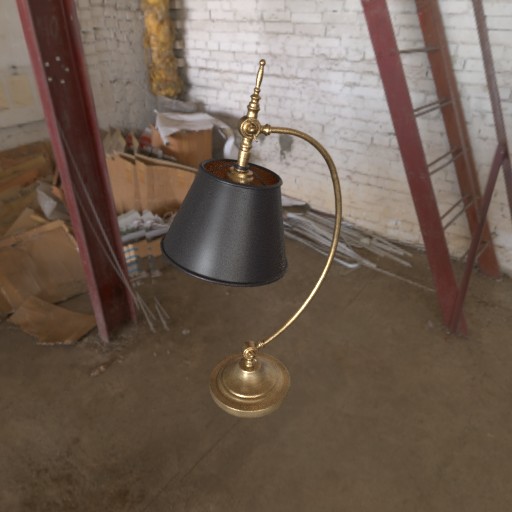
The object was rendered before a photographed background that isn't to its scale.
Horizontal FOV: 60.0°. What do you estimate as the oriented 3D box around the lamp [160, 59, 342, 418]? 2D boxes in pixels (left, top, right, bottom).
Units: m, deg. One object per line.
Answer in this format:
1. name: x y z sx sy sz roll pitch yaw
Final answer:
1. lamp: 0.000 0.000 0.828 0.344 0.675 0.235 -9 31 -15
